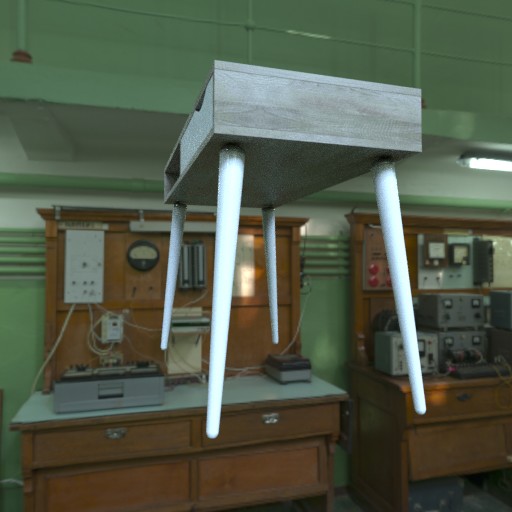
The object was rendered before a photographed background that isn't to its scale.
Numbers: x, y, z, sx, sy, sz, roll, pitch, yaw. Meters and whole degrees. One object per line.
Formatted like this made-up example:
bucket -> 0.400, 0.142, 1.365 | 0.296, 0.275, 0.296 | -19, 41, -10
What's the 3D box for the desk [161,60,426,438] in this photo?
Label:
desk -> 0.000, 0.000, 1.377 | 0.491, 0.723, 0.979 | 0, -2, -17
